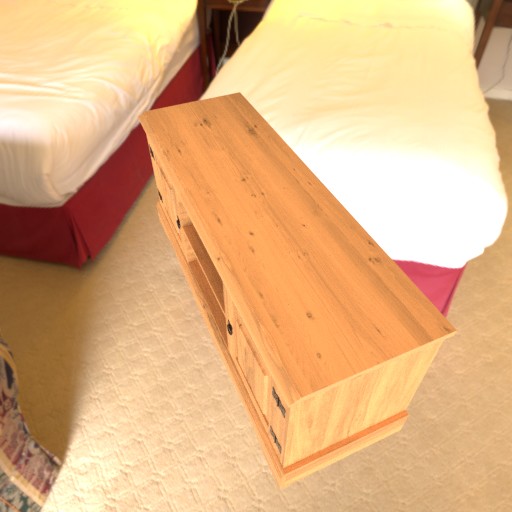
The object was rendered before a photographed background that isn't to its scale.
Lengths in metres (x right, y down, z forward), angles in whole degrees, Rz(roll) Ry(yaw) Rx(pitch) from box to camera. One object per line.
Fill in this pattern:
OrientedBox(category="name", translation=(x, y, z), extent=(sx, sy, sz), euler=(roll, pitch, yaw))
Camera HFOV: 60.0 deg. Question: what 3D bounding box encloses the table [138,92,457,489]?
OrientedBox(category="table", translation=(0.000, 0.000, 1.449), extent=(0.400, 0.510, 1.200), euler=(-18, 49, -16))
